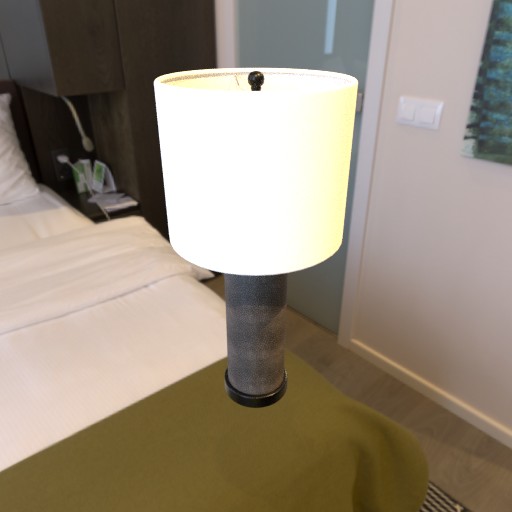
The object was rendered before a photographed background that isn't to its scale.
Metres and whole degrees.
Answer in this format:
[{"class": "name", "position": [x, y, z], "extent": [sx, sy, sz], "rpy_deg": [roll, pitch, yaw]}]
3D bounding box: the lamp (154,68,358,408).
[{"class": "lamp", "position": [0.000, 0.000, 0.818], "extent": [0.305, 0.634, 0.305], "rpy_deg": [9, 29, 16]}]
